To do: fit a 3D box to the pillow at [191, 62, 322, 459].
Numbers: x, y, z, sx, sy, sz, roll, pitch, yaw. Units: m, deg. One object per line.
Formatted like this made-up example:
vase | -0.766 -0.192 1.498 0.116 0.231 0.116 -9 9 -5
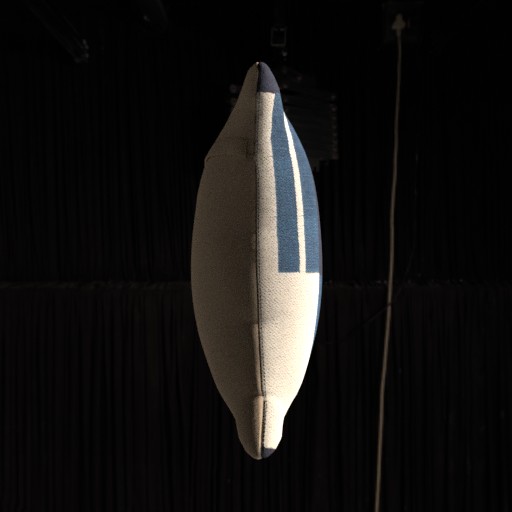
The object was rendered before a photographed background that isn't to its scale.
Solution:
pillow | 0.000 0.000 0.806 0.229 0.506 0.536 0 0 -1
